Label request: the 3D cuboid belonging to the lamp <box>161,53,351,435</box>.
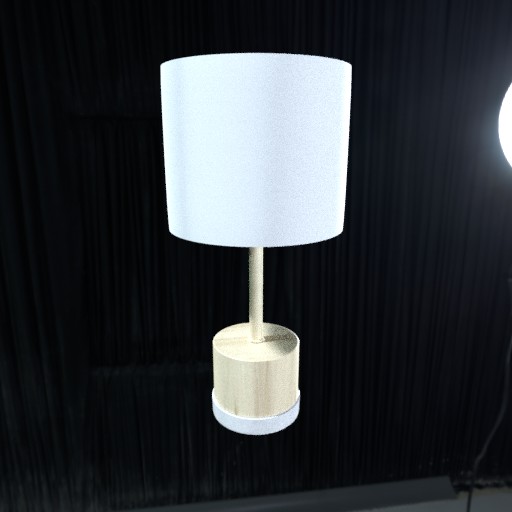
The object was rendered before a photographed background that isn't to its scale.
[{"bbox_3d":[0.000,0.000,0.600,0.229,0.470,0.229,-3,16,-10],"label":"lamp"}]
